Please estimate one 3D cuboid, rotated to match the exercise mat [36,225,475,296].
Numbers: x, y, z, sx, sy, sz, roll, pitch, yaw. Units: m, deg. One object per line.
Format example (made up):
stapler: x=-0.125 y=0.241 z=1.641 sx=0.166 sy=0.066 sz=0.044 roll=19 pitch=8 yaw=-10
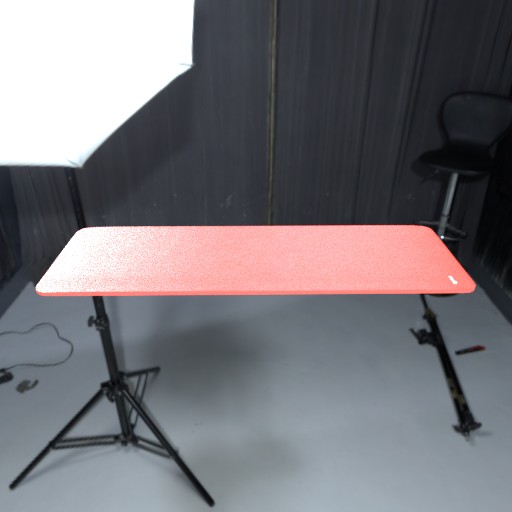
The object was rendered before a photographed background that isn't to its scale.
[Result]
exercise mat: x=0.000 y=0.000 z=2.100 sx=1.869 sy=0.021 sz=0.616 roll=0 pitch=29 yaw=-1
